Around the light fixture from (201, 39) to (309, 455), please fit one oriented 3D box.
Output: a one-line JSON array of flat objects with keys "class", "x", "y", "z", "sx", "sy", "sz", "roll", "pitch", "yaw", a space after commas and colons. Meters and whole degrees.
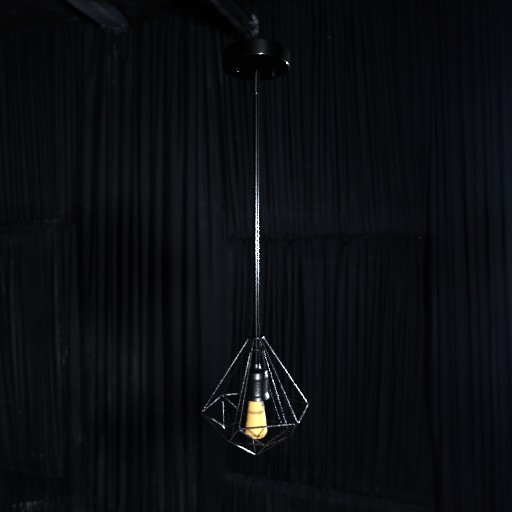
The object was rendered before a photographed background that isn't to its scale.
[{"class": "light fixture", "x": 0.000, "y": 0.000, "z": 1.955, "sx": 0.431, "sy": 1.764, "sz": 0.487, "roll": 0, "pitch": 1, "yaw": 17}]
